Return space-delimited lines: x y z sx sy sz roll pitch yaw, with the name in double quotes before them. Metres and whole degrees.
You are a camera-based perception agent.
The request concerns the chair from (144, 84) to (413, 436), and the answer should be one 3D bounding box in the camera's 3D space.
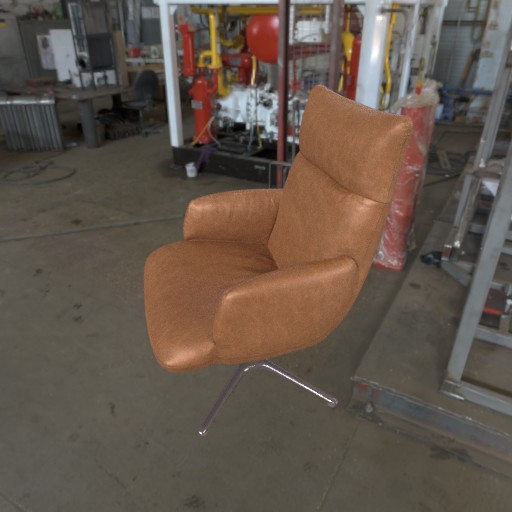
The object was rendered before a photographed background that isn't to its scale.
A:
"chair" 0.000 0.000 1.546 0.794 1.027 0.711 -8 30 -13
